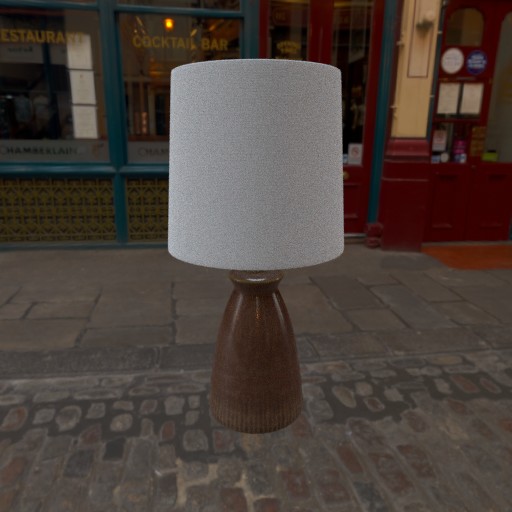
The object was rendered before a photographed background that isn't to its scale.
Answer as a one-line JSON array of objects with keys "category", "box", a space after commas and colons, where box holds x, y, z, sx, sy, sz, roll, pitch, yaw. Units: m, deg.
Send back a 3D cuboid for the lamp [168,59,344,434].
[{"category": "lamp", "box": [0.000, 0.000, 0.482, 0.186, 0.369, 0.186, 0, 15, 0]}]
